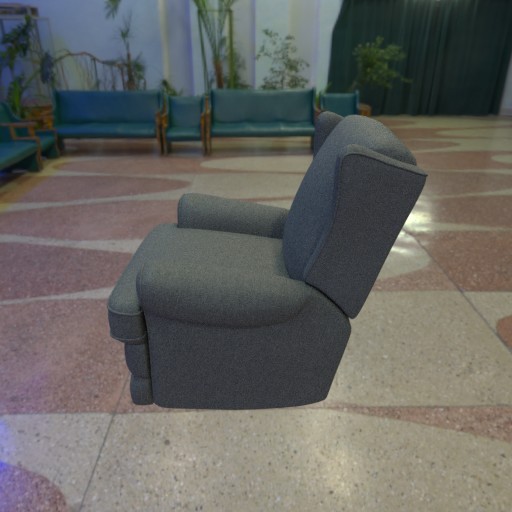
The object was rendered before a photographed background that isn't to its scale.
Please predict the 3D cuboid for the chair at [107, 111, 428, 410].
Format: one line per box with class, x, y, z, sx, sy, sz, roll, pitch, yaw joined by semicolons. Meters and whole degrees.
chair;0.000;0.000;1.704;0.969;1.011;0.847;1;26;2
